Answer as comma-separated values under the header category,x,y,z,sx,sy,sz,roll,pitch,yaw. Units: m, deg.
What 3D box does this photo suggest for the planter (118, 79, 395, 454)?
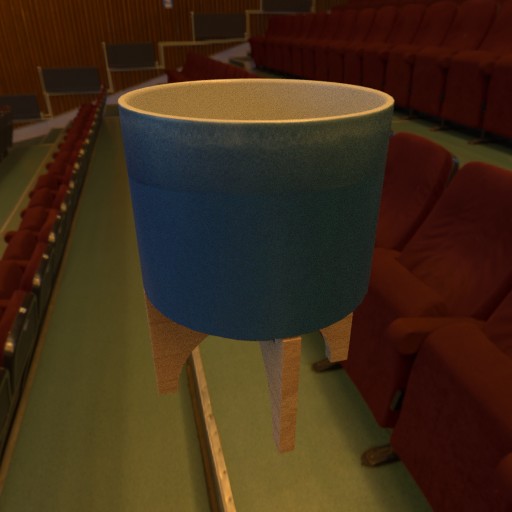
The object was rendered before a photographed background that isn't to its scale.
category,x,y,z,sx,sy,sz,roll,pitch,yaw
planter,0.000,0.000,0.380,0.192,0.263,0.192,0,28,0
